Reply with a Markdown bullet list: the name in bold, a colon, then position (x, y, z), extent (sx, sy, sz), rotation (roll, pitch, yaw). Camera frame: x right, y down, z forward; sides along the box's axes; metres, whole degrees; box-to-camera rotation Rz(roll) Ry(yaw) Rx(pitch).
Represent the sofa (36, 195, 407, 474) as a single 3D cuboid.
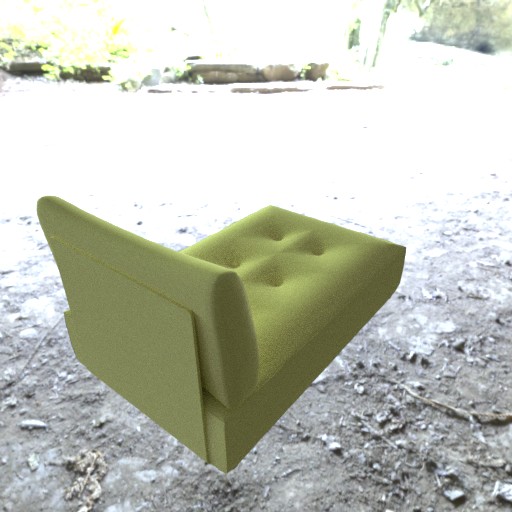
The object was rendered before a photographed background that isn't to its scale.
- **sofa**: position (0.000, 0.000, 2.015), extent (0.930, 0.820, 1.450), rotation (22, 36, 33)
